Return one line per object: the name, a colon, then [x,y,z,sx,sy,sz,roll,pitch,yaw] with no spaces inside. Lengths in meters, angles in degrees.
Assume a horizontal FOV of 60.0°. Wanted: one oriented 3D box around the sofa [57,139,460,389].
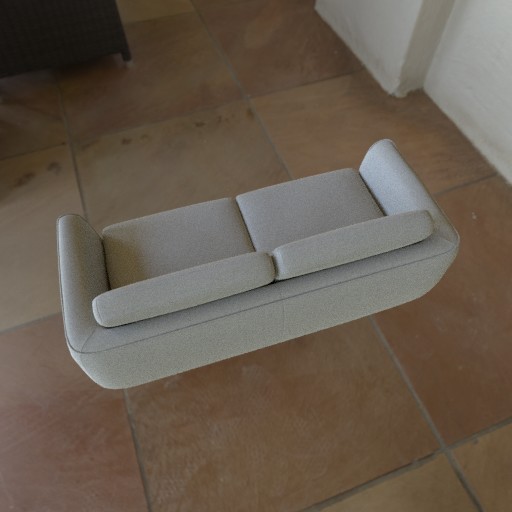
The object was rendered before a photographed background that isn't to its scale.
sofa: [0.000,0.000,2.462,2.000,0.850,0.920,-15,58,-9]
